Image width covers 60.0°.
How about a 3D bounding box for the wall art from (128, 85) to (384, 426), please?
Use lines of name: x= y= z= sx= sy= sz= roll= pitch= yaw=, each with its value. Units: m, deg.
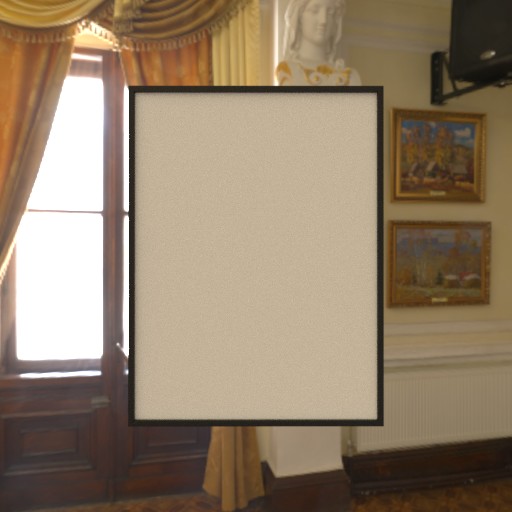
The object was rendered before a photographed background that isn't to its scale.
wall art: x=0.000 y=0.000 z=1.409 sx=0.802 sy=1.070 sz=0.036 roll=0 pitch=0 yaw=0
